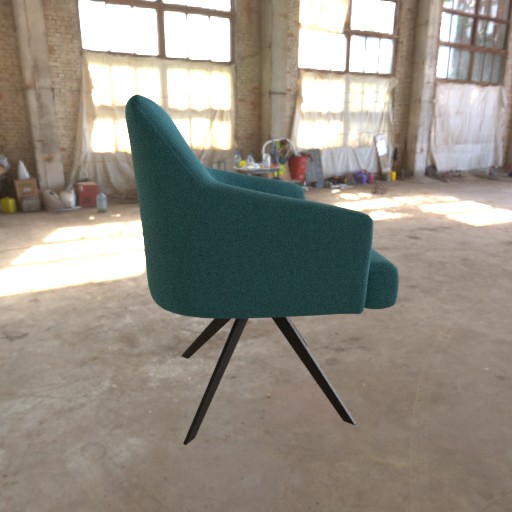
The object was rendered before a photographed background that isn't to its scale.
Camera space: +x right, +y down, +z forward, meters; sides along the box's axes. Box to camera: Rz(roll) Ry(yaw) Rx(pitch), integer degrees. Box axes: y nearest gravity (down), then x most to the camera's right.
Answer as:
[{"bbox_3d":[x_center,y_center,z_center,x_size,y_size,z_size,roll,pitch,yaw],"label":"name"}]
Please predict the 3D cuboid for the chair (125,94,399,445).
[{"bbox_3d":[0.000,0.000,1.322,0.677,0.874,0.642,-3,16,-10],"label":"chair"}]
